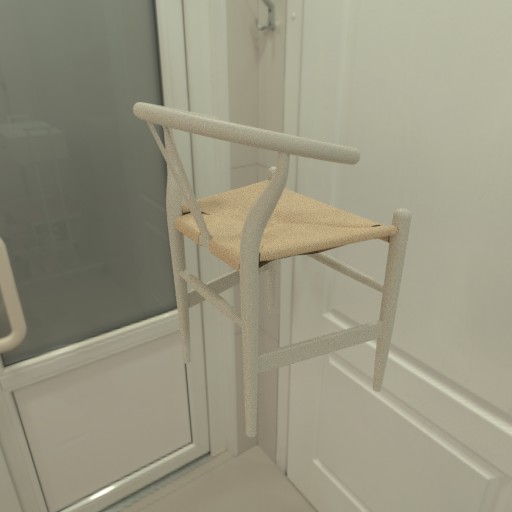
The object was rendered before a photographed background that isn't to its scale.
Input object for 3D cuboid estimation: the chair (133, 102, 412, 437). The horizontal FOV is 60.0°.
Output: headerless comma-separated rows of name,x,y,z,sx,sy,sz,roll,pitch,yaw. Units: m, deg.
chair,0.000,0.000,1.089,0.500,0.736,0.533,-17,30,-31
